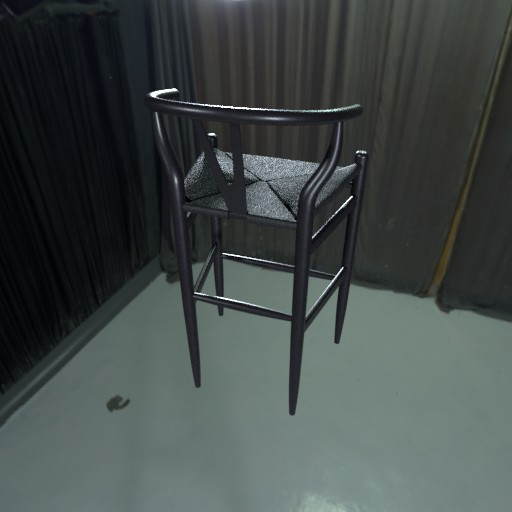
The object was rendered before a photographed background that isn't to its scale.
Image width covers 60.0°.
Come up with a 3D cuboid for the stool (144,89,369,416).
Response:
[{"bbox_3d":[0.000,0.000,1.424,0.569,1.072,0.579,11,34,16],"label":"stool"}]
